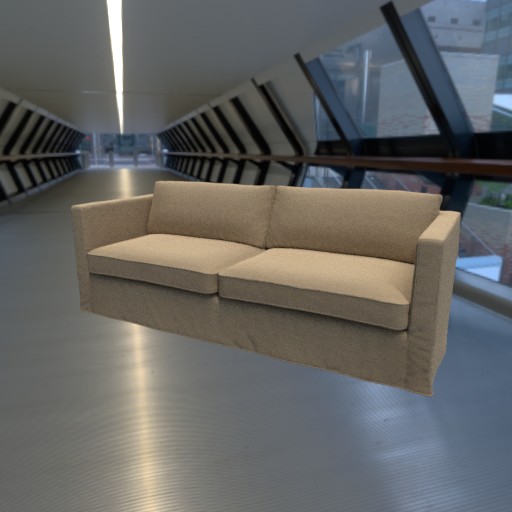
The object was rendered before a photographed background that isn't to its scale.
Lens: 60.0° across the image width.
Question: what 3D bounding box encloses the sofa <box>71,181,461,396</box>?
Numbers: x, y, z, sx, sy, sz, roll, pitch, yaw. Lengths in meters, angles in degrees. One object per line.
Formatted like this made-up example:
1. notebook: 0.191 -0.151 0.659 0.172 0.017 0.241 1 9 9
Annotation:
1. sofa: 0.000 0.000 2.823 2.312 0.853 0.962 7 16 27
